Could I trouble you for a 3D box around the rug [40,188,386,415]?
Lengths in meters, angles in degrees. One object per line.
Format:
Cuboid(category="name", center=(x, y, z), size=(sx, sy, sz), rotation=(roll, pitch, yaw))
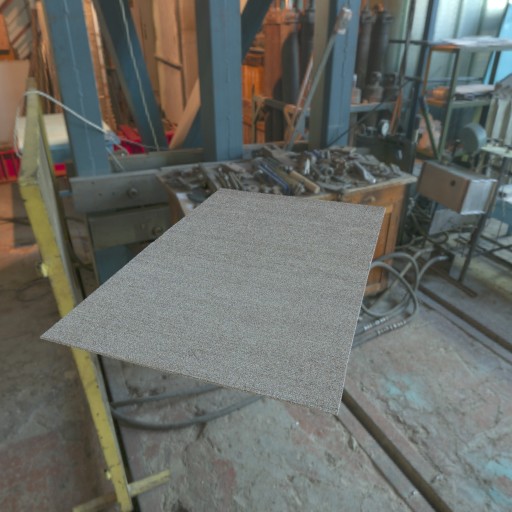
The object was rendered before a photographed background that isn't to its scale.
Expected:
Cuboid(category="rug", center=(0.000, 0.000, 2.280), size=(1.154, 0.021, 1.792), rotation=(9, 30, 17))
